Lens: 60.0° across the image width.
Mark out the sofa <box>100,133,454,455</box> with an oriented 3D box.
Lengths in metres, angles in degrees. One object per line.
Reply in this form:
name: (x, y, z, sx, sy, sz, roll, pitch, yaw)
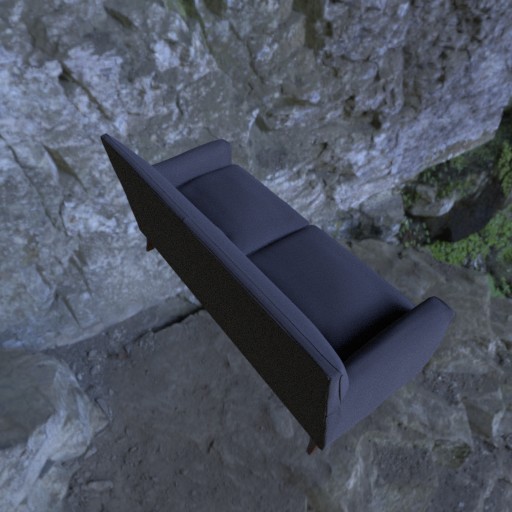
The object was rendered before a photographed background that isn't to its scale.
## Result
sofa: (0.000, 0.000, 2.493, 0.843, 0.907, 2.002, -26, 49, -25)
